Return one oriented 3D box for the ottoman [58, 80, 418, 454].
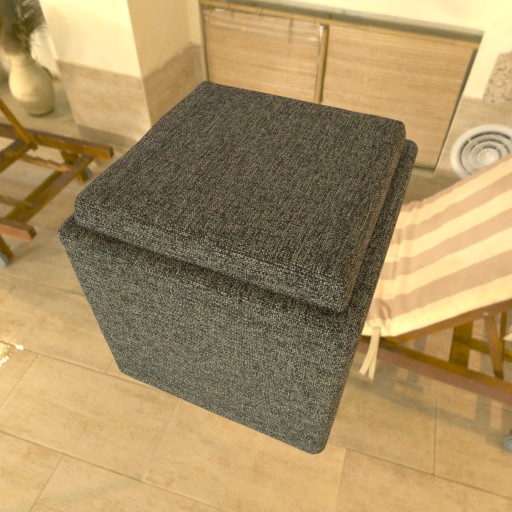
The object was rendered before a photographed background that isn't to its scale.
[{"bbox_3d":[0.000,0.000,0.832,0.450,0.463,0.450,17,49,16],"label":"ottoman"}]
